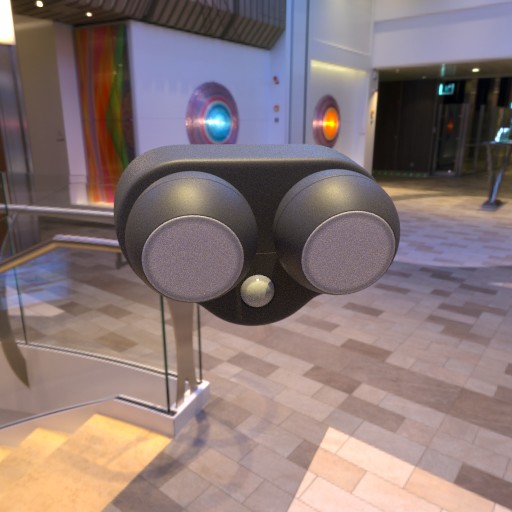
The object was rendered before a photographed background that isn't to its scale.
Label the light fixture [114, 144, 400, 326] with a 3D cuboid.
[{"bbox_3d":[0.000,0.000,0.337,0.229,0.159,0.159,-2,16,-8],"label":"light fixture"}]
